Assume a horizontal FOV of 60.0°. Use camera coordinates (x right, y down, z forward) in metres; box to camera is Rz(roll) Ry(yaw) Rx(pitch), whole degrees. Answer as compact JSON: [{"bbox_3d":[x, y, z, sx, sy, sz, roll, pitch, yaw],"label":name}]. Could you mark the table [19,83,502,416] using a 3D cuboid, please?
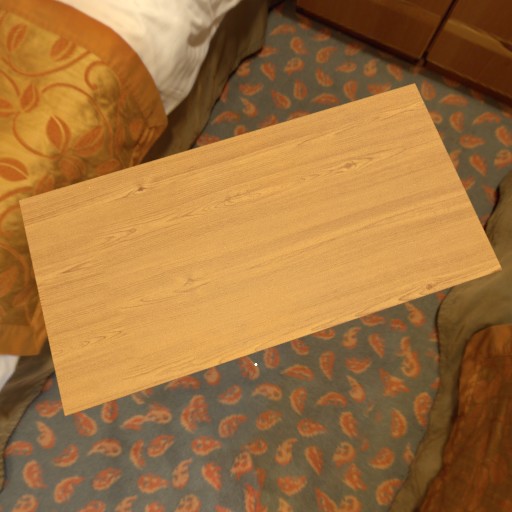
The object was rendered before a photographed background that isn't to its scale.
[{"bbox_3d":[0.000,0.000,2.186,1.797,0.750,0.901,-18,77,-4],"label":"table"}]
